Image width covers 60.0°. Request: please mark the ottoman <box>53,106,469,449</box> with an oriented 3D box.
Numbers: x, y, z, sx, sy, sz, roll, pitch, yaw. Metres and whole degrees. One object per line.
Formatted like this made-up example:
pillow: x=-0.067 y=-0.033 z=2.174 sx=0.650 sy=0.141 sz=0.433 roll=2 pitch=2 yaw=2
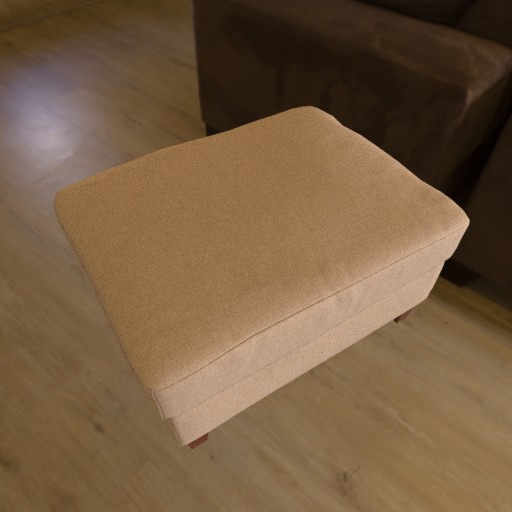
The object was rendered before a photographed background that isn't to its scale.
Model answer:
ottoman: x=0.000 y=0.000 z=1.293 sx=0.902 sy=0.511 sz=0.692 roll=-25 pitch=52 yaw=-21
